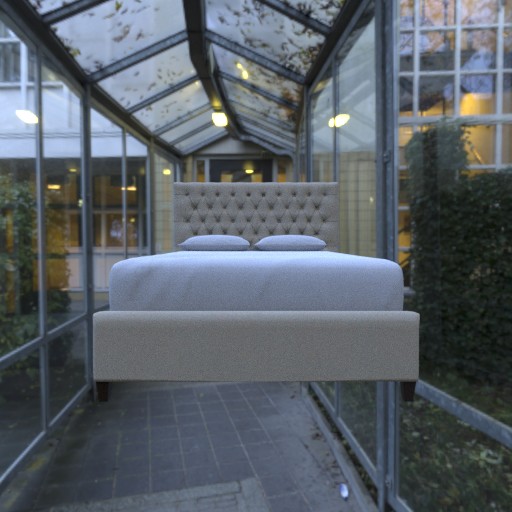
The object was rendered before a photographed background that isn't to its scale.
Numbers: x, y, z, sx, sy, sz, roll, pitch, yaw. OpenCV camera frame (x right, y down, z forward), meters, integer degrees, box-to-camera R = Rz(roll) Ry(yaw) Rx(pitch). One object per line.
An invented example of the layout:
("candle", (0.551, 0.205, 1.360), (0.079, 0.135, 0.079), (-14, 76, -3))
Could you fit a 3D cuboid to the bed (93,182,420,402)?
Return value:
("bed", (0.000, 0.000, 3.425), (1.698, 1.427, 2.387), (0, 2, 0))
